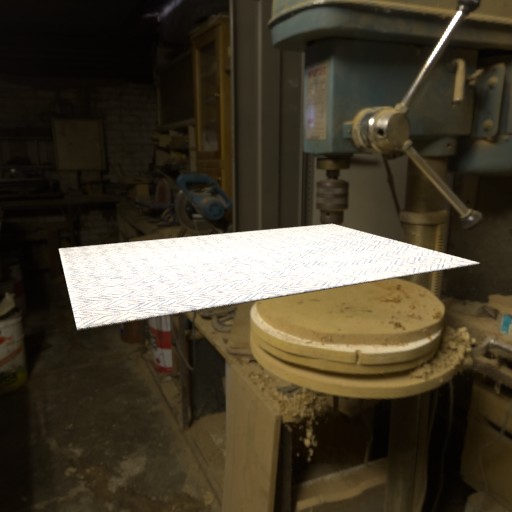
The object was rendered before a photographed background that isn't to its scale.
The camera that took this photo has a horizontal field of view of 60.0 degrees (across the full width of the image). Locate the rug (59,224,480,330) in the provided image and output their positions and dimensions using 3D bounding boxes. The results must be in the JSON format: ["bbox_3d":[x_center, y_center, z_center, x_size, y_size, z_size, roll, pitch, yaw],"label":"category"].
[{"bbox_3d":[0.000,0.000,2.297,1.824,0.008,1.220,-7,16,-25],"label":"rug"}]
